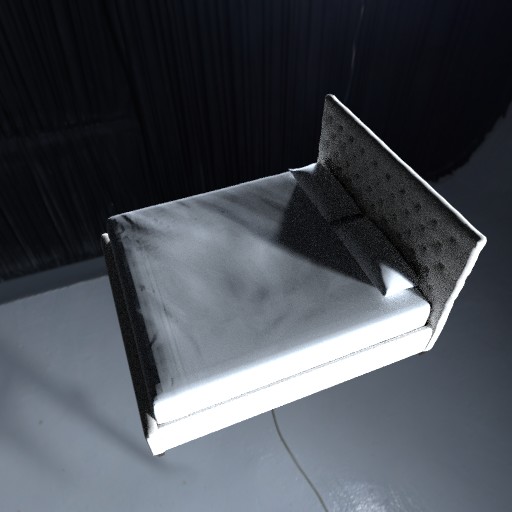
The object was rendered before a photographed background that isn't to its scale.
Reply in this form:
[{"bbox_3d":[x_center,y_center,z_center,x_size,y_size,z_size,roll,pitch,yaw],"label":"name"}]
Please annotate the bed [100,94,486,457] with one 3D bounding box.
[{"bbox_3d":[0.000,0.000,3.651,2.387,1.427,2.078,-16,49,-15],"label":"bed"}]
